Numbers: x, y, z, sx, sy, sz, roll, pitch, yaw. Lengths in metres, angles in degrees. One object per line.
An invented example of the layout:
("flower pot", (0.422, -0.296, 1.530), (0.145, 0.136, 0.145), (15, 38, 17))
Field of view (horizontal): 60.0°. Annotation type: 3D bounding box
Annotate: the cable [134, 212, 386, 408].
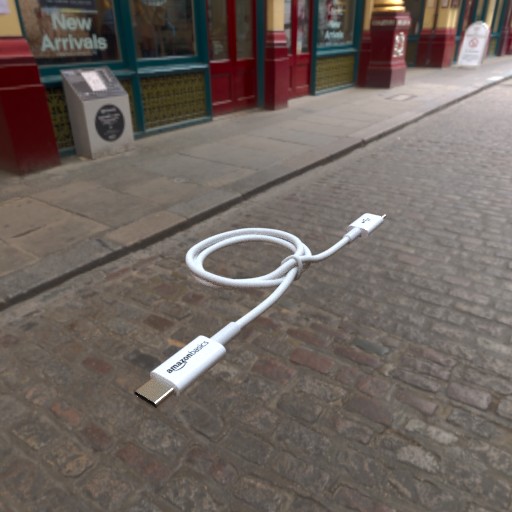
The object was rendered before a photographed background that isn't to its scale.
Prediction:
("cable", (0.000, 0.000, 0.232), (0.070, 0.014, 0.203), (17, 32, 31))
